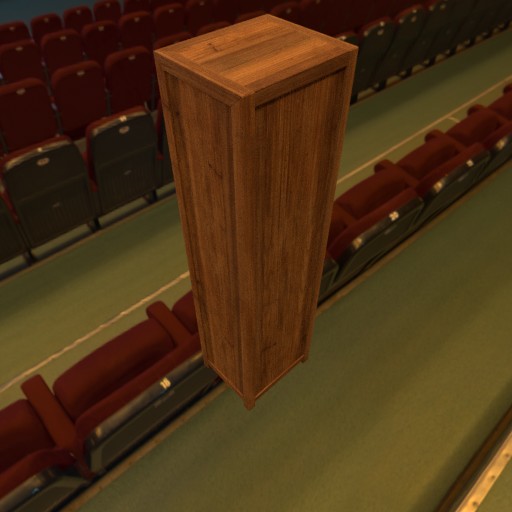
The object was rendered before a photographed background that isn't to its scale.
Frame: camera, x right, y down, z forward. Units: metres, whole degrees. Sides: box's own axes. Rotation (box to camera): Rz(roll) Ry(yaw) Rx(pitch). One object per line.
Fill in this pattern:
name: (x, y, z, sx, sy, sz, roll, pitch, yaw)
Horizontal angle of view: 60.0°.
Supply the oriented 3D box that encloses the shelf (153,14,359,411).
shelf: (0.000, 0.000, 2.090, 0.500, 1.900, 0.428, -34, 55, -28)
